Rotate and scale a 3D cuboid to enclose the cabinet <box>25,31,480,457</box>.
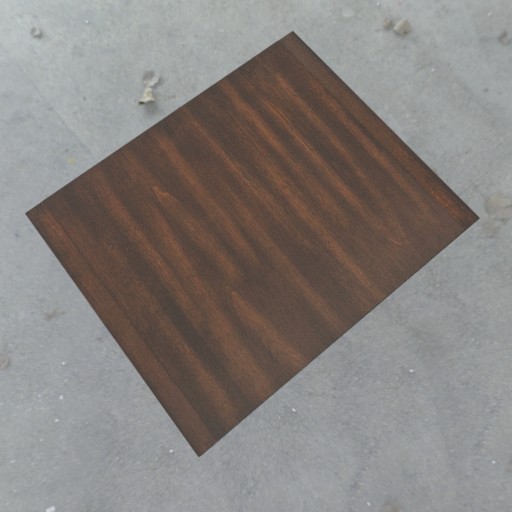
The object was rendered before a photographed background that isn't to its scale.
[{"bbox_3d":[0.000,0.000,0.834,0.500,0.455,0.402,-38,78,-10],"label":"cabinet"}]
